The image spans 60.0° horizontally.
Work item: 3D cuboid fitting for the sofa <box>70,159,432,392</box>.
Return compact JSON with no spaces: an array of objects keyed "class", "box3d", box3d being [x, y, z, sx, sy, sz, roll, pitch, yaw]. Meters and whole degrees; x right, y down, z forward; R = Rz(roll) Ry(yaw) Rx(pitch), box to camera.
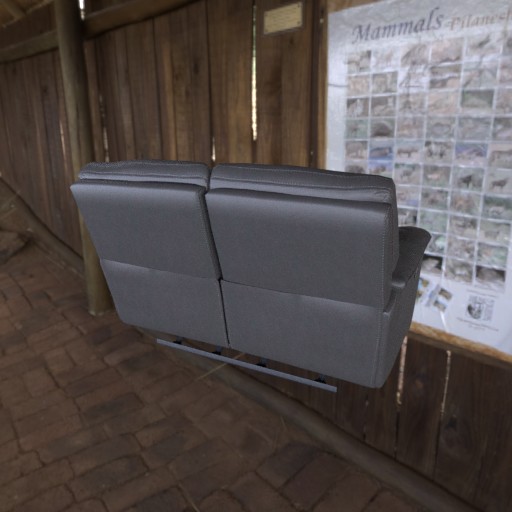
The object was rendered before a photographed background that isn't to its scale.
[{"class":"sofa","box3d":[0.000,0.000,2.522,1.765,1.111,1.104,8,19,26]}]
